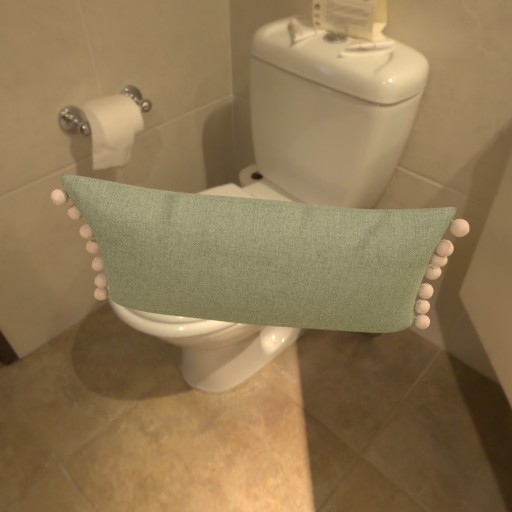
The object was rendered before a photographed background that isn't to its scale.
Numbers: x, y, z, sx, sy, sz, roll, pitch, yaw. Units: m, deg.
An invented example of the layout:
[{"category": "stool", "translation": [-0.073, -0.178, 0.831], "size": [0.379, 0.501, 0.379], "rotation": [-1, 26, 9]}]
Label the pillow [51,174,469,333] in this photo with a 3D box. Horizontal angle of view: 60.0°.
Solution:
[{"category": "pillow", "translation": [0.000, 0.000, 0.835], "size": [0.709, 0.322, 0.201], "rotation": [5, 45, 5]}]
